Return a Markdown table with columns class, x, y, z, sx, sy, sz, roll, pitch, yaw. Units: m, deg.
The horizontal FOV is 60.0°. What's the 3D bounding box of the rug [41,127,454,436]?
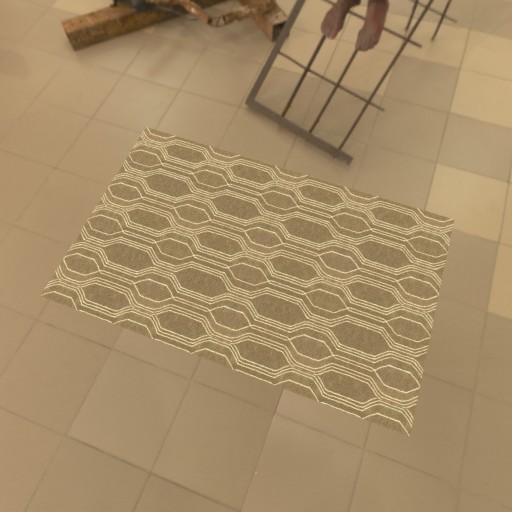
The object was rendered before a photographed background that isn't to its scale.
| class | x | y | z | sx | sy | sz | roll | pitch | yaw |
| --- | --- | --- | --- | --- | --- | --- | --- | --- | --- |
| rug | 0.000 | 0.000 | 3.046 | 2.457 | 0.012 | 1.541 | 19 | 65 | 9 |
